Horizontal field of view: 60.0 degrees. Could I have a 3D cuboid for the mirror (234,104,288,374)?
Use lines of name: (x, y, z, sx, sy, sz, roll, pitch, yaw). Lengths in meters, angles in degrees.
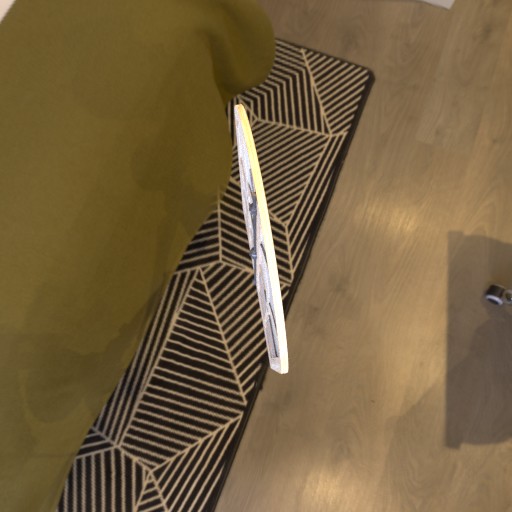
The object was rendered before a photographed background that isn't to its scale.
mirror: (0.000, 0.000, 1.189, 0.032, 0.915, 0.609, -10, 77, -2)
